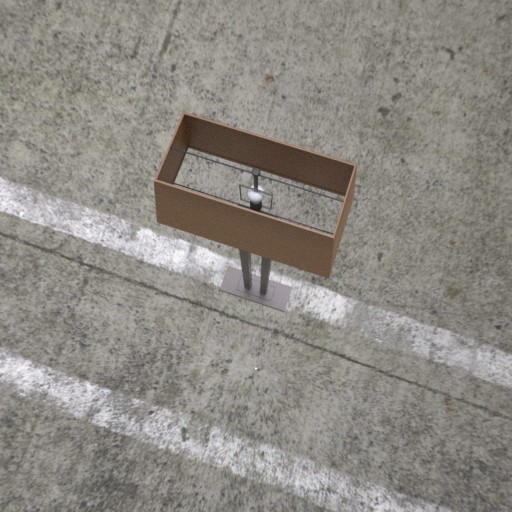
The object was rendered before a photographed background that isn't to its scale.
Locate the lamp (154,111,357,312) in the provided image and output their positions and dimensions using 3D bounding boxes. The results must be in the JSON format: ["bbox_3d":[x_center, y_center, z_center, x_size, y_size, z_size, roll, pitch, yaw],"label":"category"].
[{"bbox_3d":[0.000,0.000,1.663,0.475,1.469,0.233,18,76,5],"label":"lamp"}]
